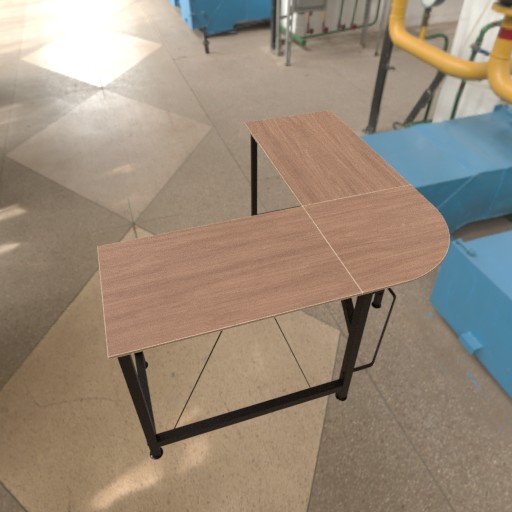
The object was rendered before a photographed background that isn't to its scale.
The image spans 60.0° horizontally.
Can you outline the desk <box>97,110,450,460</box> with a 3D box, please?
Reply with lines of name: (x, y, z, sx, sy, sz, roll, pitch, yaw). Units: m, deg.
desk: (0.000, 0.000, 2.248, 1.400, 0.762, 1.400, -12, 43, -13)
